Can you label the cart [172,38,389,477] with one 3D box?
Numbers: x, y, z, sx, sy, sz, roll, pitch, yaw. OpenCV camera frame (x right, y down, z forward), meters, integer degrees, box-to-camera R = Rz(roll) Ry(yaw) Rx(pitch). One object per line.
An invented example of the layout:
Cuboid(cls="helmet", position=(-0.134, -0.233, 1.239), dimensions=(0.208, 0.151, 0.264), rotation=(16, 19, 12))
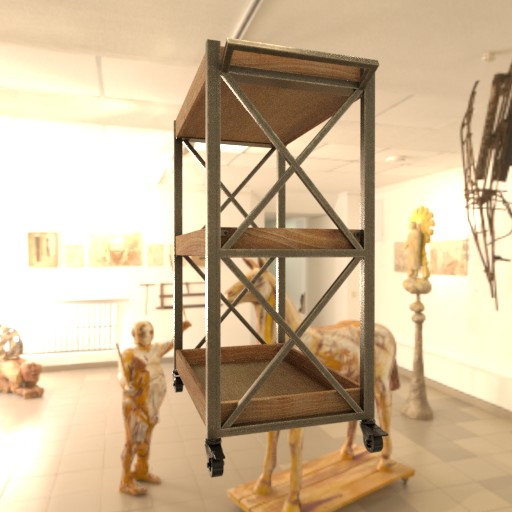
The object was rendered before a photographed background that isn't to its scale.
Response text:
Cuboid(cls="cart", position=(0.000, 0.000, 1.173), dimensions=(0.377, 0.835, 0.673), rotation=(0, 0, -17))
